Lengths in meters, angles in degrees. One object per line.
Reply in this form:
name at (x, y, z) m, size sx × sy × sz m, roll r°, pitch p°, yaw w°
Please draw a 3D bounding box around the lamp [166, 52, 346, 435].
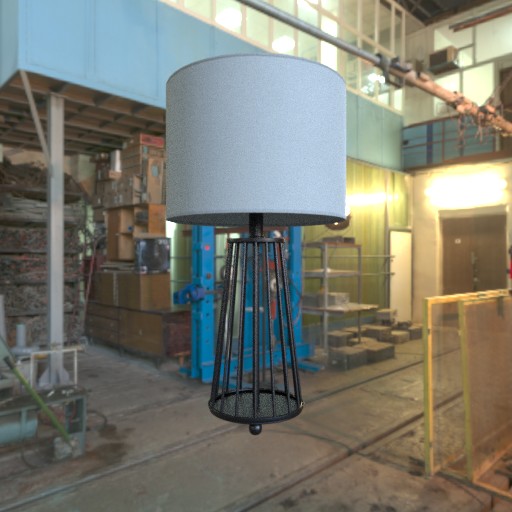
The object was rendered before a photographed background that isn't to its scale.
lamp at (0.000, 0.000, 0.806) m, size 0.322 × 0.593 × 0.322 m, roll 0°, pitch 0°, yaw 1°
